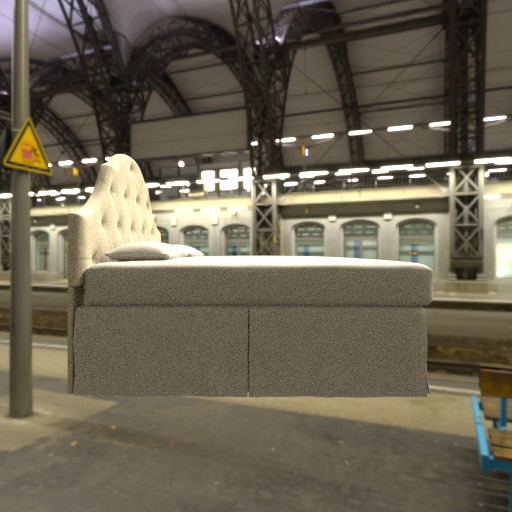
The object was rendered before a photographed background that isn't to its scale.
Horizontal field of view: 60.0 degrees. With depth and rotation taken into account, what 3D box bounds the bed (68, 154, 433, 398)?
[{"bbox_3d":[0.000,0.000,3.437,2.086,1.555,2.012,0,0,1],"label":"bed"}]
